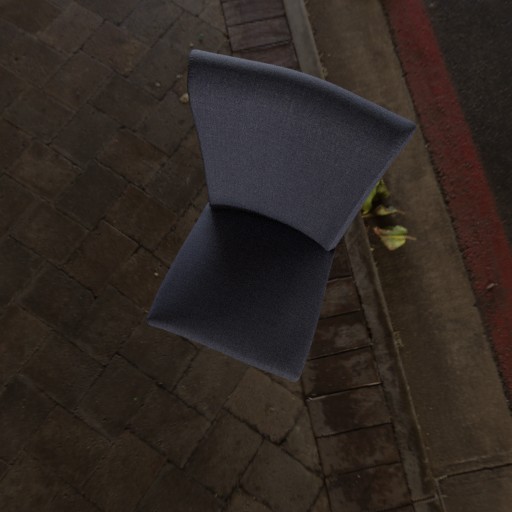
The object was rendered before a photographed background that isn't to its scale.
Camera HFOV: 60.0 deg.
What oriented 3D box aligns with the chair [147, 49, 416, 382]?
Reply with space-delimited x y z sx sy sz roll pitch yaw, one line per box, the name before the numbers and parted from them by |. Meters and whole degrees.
chair | 0.000 0.000 1.340 0.513 0.988 0.608 20 77 5
